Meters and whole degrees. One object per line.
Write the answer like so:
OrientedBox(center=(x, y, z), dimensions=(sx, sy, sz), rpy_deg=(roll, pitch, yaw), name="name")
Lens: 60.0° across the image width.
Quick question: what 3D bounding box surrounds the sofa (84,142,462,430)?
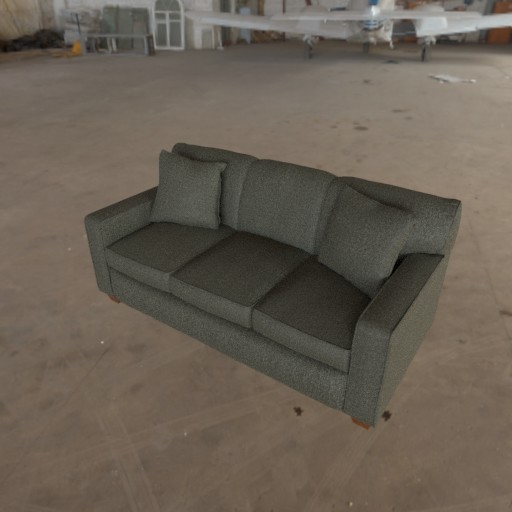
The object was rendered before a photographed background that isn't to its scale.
OrientedBox(center=(0.000, 0.000, 2.689), dimensions=(2.024, 0.958, 0.997), rpy_deg=(19, 35, 30), name="sofa")
